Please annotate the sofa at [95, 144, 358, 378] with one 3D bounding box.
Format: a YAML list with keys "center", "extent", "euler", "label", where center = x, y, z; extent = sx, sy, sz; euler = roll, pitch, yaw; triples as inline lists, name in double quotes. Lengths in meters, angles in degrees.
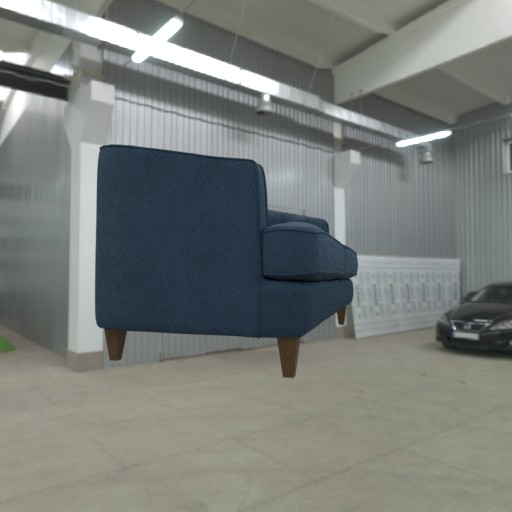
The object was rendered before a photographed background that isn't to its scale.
- center: [0.000, 0.000, 2.308]
  extent: [0.941, 0.854, 1.733]
  euler: [-1, -3, 17]
  label: "sofa"
